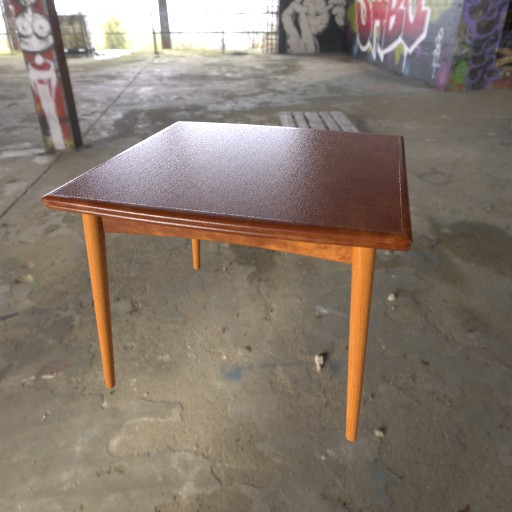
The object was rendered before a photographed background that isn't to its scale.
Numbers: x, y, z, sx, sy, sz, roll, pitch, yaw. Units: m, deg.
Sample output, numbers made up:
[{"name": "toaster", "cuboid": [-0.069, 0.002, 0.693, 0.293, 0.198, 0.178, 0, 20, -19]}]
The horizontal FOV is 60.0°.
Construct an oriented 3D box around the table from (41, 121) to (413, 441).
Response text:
[{"name": "table", "cuboid": [0.000, 0.000, 1.696, 0.991, 0.754, 0.991, 8, 31, 13]}]
